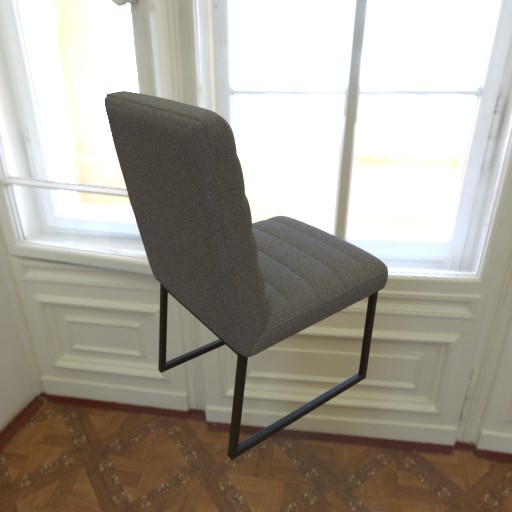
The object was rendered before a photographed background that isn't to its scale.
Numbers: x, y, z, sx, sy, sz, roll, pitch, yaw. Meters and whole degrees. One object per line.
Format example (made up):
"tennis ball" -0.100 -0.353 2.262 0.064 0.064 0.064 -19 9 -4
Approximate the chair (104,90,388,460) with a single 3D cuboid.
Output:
"chair" 0.000 0.000 1.323 0.634 0.930 0.520 -18 32 -32
